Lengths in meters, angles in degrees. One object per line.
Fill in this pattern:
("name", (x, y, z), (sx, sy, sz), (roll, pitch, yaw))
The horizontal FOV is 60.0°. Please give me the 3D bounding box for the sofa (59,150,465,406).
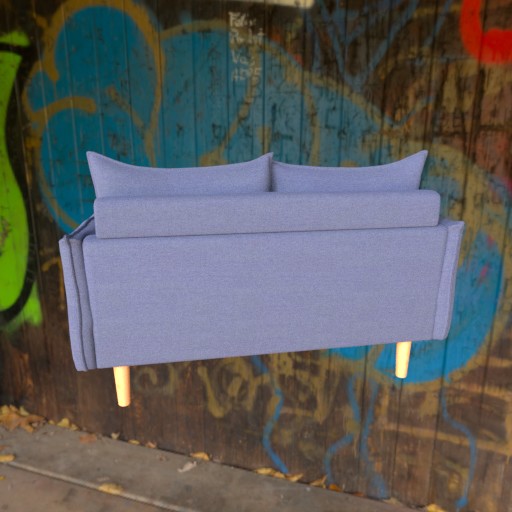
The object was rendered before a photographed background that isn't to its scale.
("sofa", (0.000, 0.000, 1.794), (1.300, 0.840, 0.820), (-3, 15, -10))
